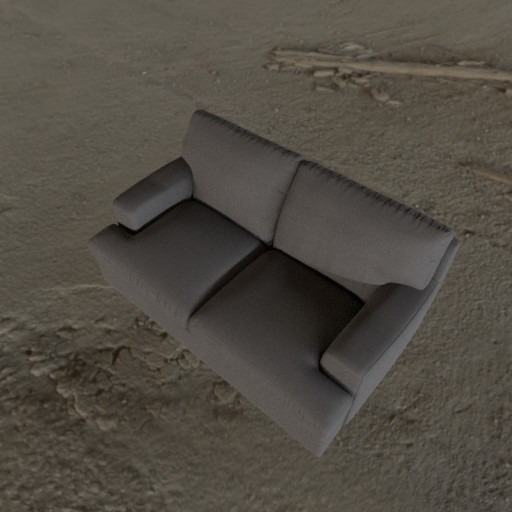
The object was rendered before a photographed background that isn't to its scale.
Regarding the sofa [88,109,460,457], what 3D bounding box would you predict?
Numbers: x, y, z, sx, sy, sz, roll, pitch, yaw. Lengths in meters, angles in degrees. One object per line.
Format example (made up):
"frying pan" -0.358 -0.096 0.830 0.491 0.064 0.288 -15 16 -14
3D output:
"sofa" 0.000 0.000 2.588 1.880 0.940 1.143 32 55 26
